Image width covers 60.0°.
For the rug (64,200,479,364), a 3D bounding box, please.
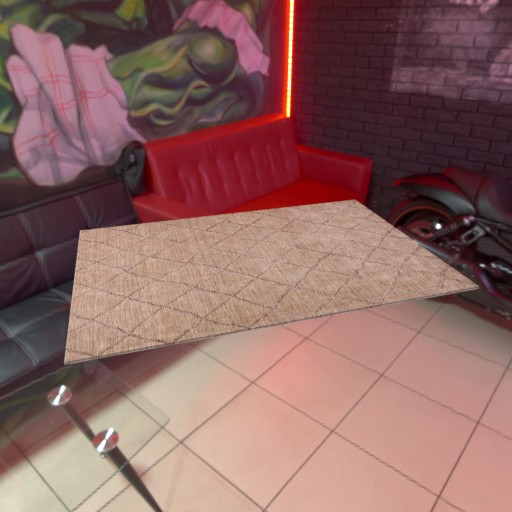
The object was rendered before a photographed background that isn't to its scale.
[{"bbox_3d":[0.000,0.000,2.951,2.280,0.015,1.521,-8,29,-15],"label":"rug"}]
